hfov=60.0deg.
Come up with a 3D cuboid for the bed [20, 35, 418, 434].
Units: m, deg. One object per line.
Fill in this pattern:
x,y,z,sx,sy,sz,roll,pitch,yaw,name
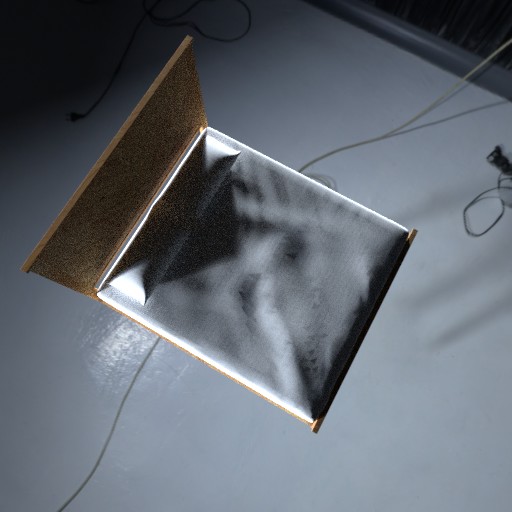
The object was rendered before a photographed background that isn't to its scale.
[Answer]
0.000,0.000,3.586,2.201,1.686,1.936,29,77,7,bed
